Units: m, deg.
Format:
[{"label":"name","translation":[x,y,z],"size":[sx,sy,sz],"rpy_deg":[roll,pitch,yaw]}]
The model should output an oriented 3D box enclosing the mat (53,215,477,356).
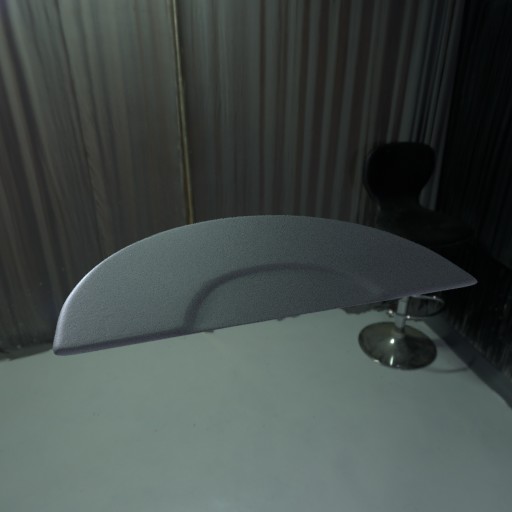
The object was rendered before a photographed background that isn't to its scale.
[{"label":"mat","translation":[0.000,0.000,1.879],"size":[1.525,0.016,0.917],"rpy_deg":[-8,28,-15]}]
